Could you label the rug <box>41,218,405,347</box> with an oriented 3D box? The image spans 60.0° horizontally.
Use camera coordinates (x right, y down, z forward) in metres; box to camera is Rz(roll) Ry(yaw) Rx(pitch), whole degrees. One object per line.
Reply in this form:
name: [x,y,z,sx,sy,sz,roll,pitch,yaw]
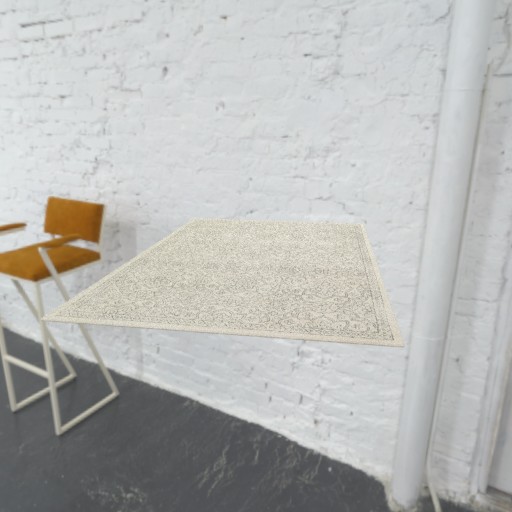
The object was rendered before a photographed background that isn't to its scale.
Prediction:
rug: [0.000,0.000,2.883,1.524,0.011,2.286,3,16,9]
